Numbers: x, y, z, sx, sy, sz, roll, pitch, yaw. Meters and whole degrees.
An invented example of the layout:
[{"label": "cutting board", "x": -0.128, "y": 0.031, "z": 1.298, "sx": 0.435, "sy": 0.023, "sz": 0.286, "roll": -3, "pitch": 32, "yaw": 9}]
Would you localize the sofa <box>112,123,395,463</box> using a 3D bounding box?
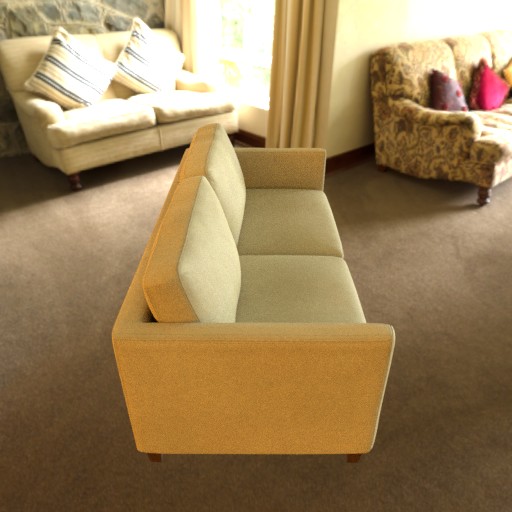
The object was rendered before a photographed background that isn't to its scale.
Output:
[{"label": "sofa", "x": 0.000, "y": 0.000, "z": 2.305, "sx": 0.950, "sy": 0.940, "sz": 1.846, "roll": 0, "pitch": 33, "yaw": 0}]
